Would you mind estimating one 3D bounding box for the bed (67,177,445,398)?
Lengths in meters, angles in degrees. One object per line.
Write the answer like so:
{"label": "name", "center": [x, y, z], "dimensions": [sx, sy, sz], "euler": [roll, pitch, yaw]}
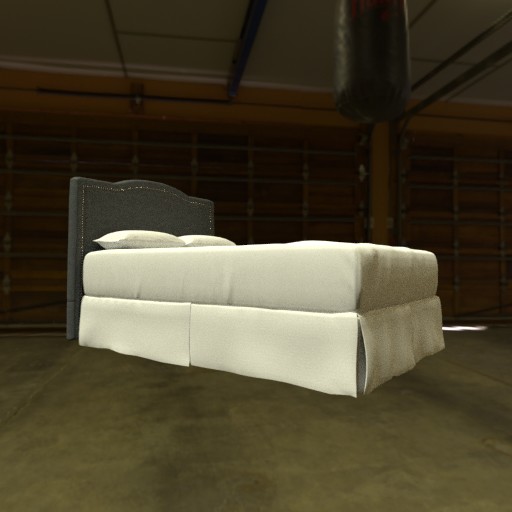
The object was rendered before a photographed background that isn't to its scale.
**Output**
{"label": "bed", "center": [0.000, 0.000, 3.529], "dimensions": [2.507, 1.441, 1.747], "euler": [-1, -1, 36]}
